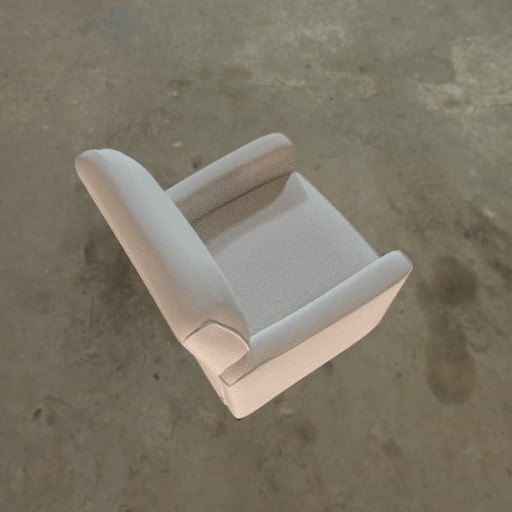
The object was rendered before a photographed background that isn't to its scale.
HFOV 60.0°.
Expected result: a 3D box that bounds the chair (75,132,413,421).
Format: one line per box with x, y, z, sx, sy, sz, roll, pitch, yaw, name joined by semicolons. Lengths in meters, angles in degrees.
0.000;0.000;1.672;0.858;1.028;0.841;-30;63;-17;chair
